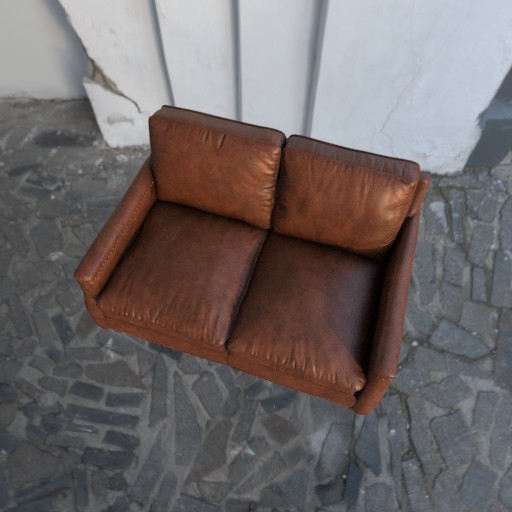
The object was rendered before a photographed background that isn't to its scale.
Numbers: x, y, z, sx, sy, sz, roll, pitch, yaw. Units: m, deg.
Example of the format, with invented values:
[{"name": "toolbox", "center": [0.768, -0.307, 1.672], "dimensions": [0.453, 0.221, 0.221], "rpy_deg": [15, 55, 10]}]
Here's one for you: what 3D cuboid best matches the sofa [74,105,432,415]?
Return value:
[{"name": "sofa", "center": [0.000, 0.000, 2.375], "dimensions": [1.628, 1.003, 1.083], "rpy_deg": [16, 61, 9]}]
